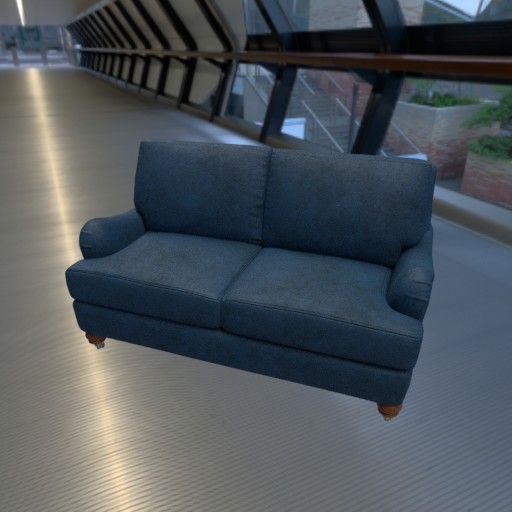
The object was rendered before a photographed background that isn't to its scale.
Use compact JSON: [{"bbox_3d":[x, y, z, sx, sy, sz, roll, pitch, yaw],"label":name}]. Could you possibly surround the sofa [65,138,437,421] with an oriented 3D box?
[{"bbox_3d":[0.000,0.000,2.501,1.853,1.101,1.084,9,28,17],"label":"sofa"}]
